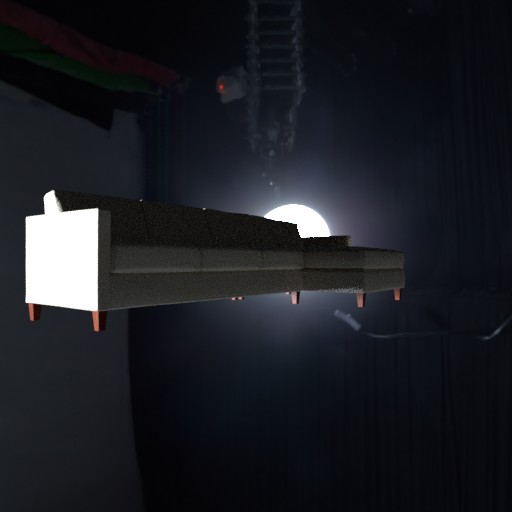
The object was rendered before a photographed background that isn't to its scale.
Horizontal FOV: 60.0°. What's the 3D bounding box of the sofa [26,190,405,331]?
[{"bbox_3d":[0.000,0.000,4.081,1.603,0.954,3.471,-1,-1,37],"label":"sofa"}]
